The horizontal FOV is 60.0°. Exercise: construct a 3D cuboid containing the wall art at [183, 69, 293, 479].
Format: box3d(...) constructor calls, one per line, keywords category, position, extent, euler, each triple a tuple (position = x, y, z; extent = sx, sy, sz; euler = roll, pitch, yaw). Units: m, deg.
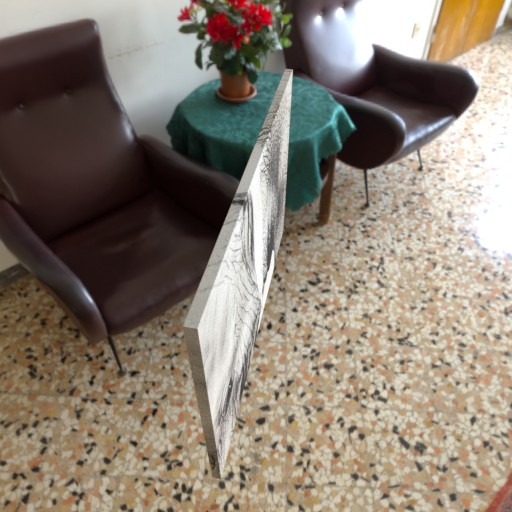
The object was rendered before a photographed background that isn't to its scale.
box3d(category="wall art", position=(0.000, 0.000, 1.159), extent=(0.023, 0.607, 0.914), euler=(8, 46, 8))
